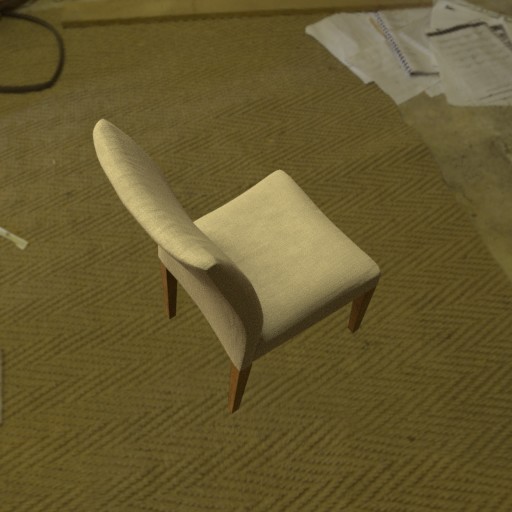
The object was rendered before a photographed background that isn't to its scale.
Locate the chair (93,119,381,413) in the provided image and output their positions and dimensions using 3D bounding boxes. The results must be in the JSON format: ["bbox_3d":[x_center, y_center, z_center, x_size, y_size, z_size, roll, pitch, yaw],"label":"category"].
[{"bbox_3d":[0.000,0.000,1.270,0.585,0.940,0.496,-31,63,-18],"label":"chair"}]
